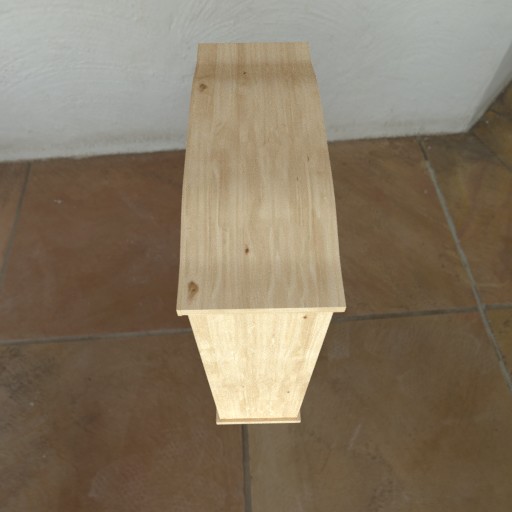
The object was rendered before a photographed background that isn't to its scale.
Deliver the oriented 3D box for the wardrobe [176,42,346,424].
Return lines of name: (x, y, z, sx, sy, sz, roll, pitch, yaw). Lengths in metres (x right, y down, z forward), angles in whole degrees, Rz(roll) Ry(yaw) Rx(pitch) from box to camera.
wardrobe: (0.000, 0.000, 2.601, 0.570, 1.870, 1.500, -1, 58, -1)
